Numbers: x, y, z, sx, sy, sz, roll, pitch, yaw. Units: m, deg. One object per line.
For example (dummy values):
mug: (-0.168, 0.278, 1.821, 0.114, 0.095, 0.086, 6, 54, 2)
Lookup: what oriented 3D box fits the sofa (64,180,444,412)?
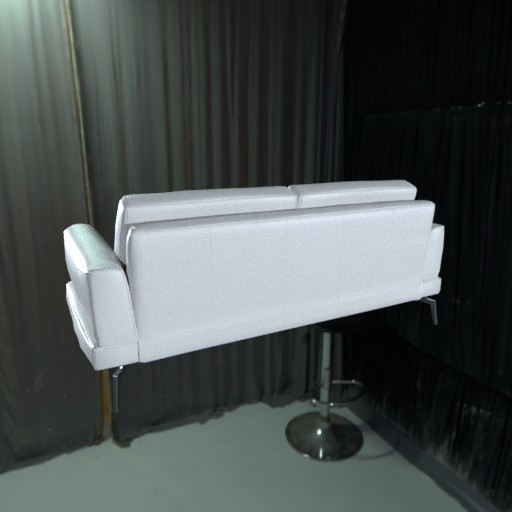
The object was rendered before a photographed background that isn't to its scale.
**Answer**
sofa: (0.000, 0.000, 2.749, 2.177, 0.930, 1.121, -8, 16, -27)
